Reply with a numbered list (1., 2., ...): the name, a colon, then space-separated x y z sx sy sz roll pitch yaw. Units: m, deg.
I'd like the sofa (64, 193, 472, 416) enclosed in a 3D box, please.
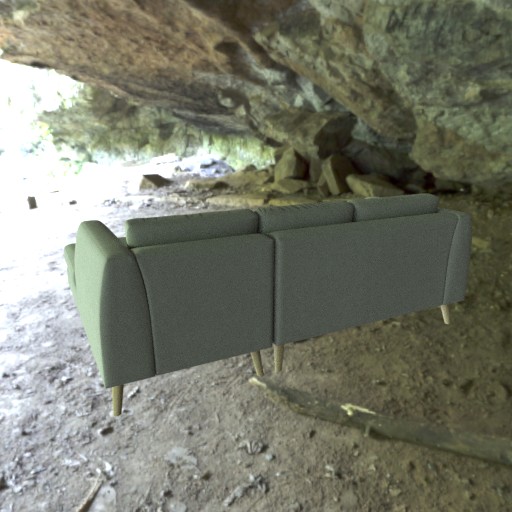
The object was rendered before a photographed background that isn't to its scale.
1. sofa: 0.000 0.000 2.999 2.300 0.860 1.580 -8 17 -26
